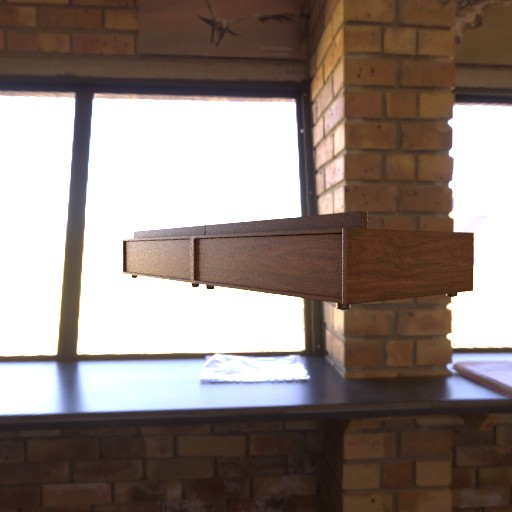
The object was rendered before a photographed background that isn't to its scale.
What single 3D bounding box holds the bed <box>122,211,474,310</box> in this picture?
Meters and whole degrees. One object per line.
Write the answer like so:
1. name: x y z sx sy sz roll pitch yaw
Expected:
1. bed: 0.000 0.000 2.454 0.787 0.326 2.057 -1 1 -36
